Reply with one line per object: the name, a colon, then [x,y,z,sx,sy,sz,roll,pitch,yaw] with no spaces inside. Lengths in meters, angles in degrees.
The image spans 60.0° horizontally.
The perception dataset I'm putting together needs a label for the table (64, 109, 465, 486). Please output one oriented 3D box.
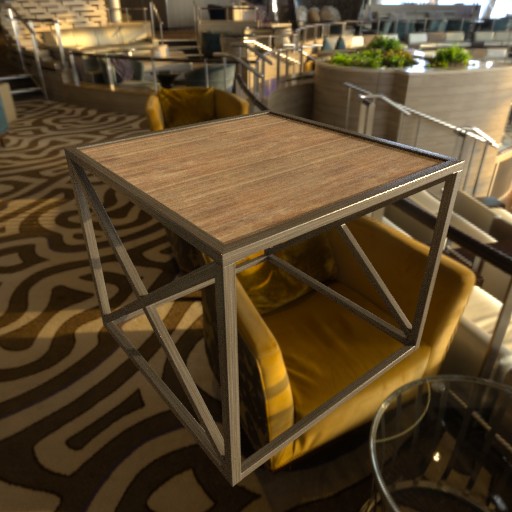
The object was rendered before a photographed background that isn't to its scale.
table: [0.000,0.000,1.077,0.609,0.507,0.611,-22,37,-33]
